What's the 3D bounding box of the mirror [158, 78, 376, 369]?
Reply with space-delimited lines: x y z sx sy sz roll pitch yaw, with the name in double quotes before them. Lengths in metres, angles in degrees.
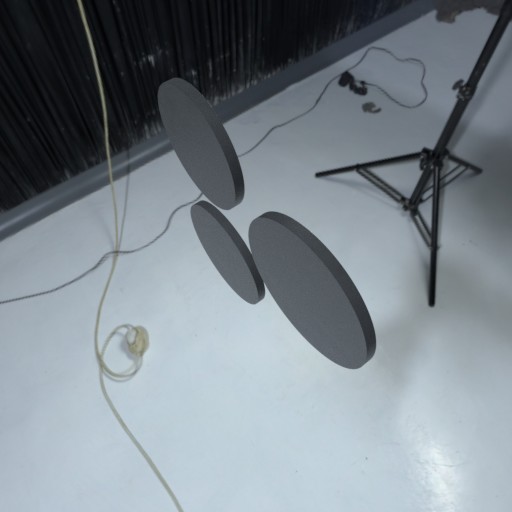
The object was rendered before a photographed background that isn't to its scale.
"mirror" 0.000 0.000 3.240 0.076 2.096 2.160 -33 65 -18
